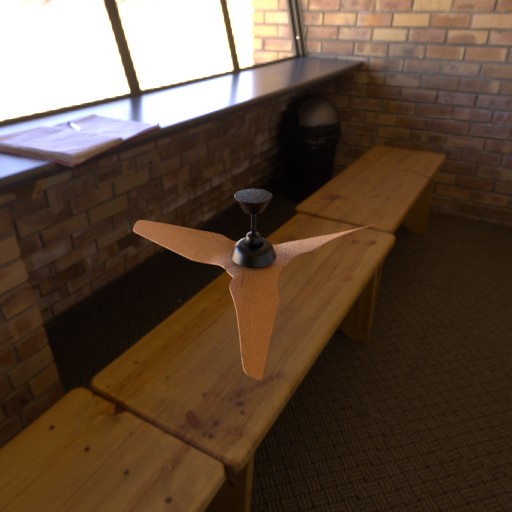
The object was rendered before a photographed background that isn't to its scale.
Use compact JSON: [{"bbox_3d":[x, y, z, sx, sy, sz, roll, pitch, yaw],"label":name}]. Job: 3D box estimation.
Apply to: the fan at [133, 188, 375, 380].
[{"bbox_3d":[0.000,0.000,1.641,1.142,0.355,1.010,-1,30,-1],"label":"fan"}]
